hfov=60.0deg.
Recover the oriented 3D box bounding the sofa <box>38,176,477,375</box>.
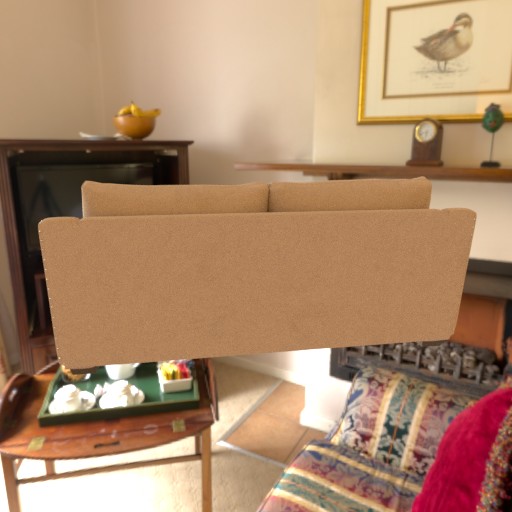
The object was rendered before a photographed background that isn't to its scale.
[{"bbox_3d":[0.000,0.000,2.503,1.967,0.901,1.030,-2,14,-10],"label":"sofa"}]
